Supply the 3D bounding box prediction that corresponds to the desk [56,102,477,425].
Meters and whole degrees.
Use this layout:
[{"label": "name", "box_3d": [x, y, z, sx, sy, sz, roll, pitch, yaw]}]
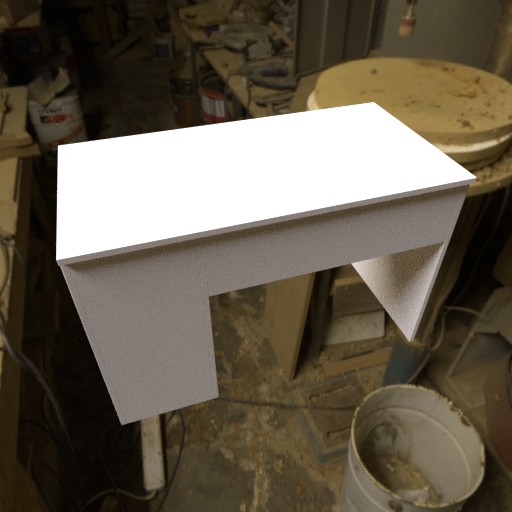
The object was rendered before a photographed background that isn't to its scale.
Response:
[{"label": "desk", "box_3d": [0.000, 0.000, 1.527, 1.096, 0.730, 0.560, -12, 42, -14]}]
